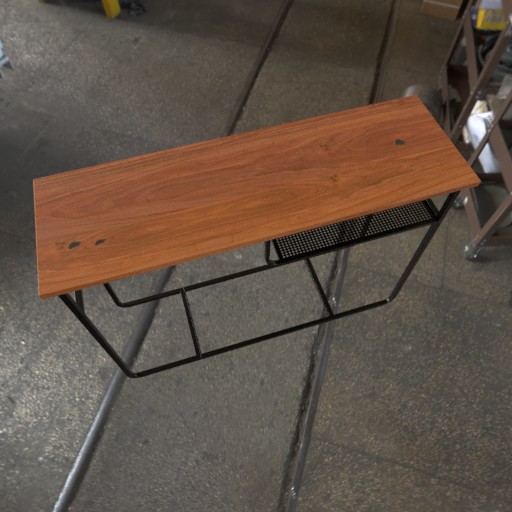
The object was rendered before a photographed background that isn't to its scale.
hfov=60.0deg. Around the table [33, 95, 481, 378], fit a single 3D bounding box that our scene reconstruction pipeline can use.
[{"bbox_3d":[0.000,0.000,1.458,1.100,0.750,0.350,-15,60,-9],"label":"table"}]
